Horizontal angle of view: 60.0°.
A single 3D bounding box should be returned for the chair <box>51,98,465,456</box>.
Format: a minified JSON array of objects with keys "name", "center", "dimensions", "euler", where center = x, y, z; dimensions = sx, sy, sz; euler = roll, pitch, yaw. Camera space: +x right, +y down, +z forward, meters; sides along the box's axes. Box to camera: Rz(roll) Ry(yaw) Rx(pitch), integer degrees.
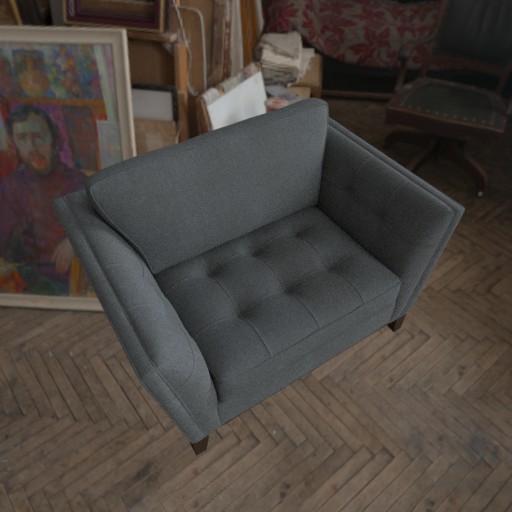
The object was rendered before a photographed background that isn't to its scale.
[{"name":"chair","center":[0.000,0.000,2.013],"dimensions":[1.396,0.942,0.965],"euler":[-25,52,-22]}]
